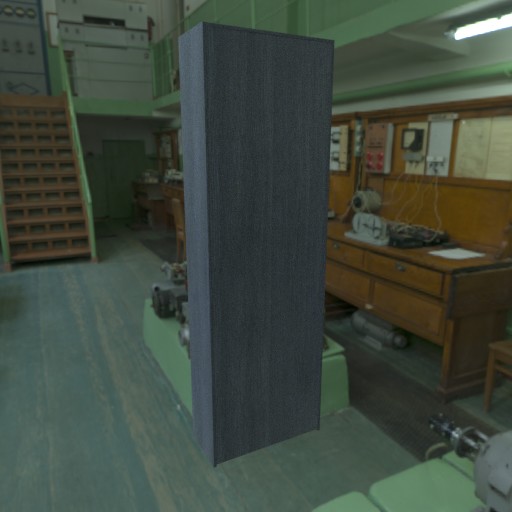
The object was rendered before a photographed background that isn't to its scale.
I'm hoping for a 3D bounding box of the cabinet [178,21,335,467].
[{"bbox_3d":[0.000,0.000,1.812,0.520,1.630,0.255,-7,15,-27],"label":"cabinet"}]
